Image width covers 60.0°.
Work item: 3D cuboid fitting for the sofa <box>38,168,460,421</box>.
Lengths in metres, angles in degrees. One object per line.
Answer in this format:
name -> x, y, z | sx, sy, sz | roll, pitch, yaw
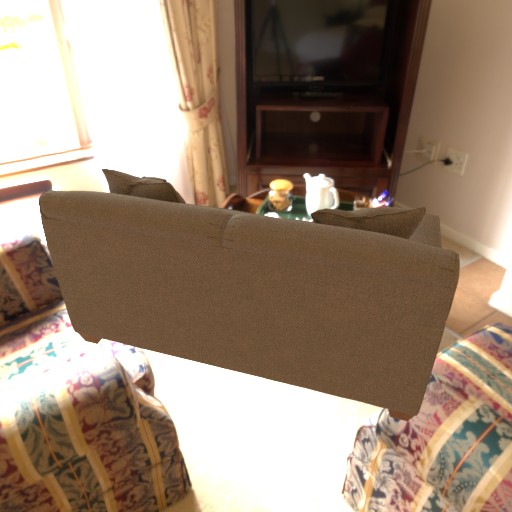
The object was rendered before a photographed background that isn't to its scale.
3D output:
sofa -> 0.000, 0.000, 2.401 | 1.846, 0.958, 1.000 | 10, 34, 15
